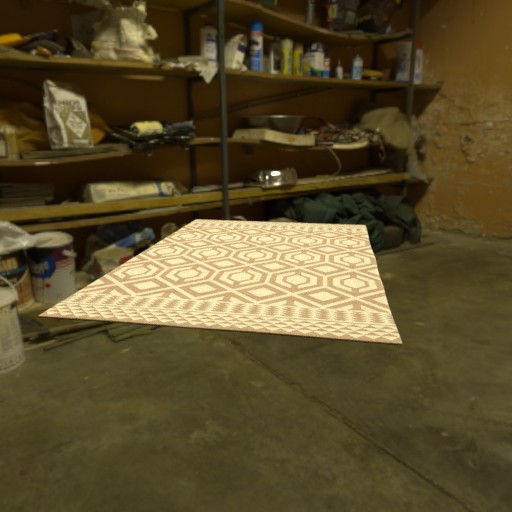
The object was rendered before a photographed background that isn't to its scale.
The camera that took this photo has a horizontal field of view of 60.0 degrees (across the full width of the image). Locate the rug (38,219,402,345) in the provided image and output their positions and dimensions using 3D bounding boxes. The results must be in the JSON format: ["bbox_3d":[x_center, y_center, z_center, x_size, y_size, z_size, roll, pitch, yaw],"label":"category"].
[{"bbox_3d":[0.000,0.000,2.307,1.219,0.008,1.829,3,16,10],"label":"rug"}]
